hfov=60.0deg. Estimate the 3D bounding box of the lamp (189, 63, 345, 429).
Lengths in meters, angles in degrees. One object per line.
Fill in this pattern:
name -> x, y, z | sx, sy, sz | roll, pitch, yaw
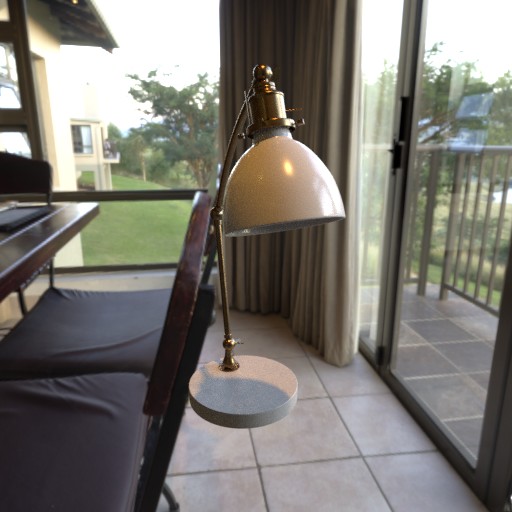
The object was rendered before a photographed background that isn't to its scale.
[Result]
lamp -> 0.000, 0.000, 0.658 | 0.186, 0.522, 0.317 | -8, 17, -26
